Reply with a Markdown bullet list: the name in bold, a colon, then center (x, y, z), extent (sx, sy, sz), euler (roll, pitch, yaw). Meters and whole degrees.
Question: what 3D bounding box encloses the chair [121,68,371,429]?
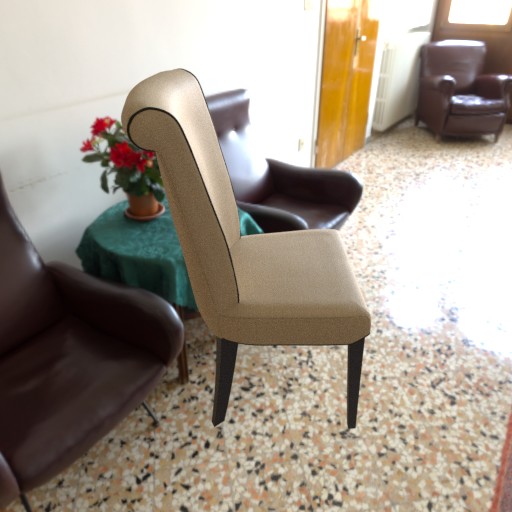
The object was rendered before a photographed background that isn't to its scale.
- **chair**: center (0.000, 0.000, 1.346), extent (0.623, 0.997, 0.522), euler (-1, 31, -1)
